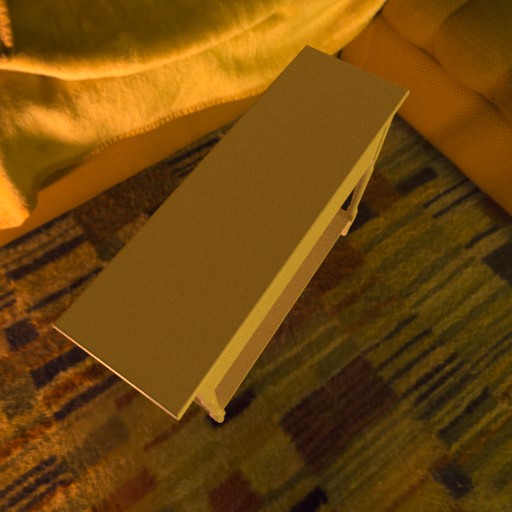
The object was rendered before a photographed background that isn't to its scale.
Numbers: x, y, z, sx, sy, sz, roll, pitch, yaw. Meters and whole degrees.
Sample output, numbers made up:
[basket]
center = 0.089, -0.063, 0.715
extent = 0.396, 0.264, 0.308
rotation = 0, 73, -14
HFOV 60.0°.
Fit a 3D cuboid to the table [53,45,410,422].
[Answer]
[table]
center = 0.000, 0.000, 1.597
extent = 0.386, 0.814, 1.191
rotation = 31, 68, 14
